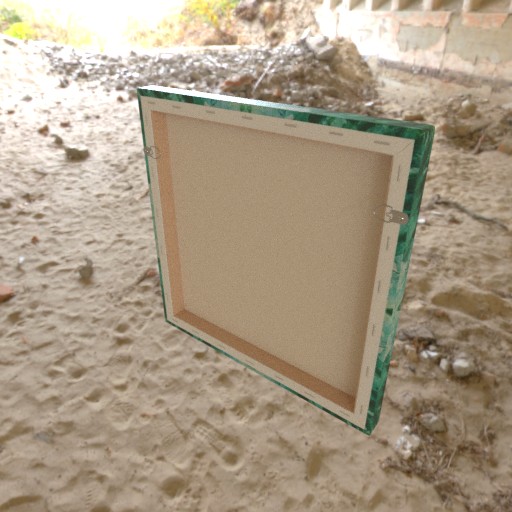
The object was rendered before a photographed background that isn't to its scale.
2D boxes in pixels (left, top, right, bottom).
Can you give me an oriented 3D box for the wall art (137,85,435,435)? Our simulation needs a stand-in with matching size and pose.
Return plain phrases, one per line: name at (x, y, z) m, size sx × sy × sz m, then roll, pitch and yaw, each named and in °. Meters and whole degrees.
wall art at (0.000, 0.000, 0.765) m, size 0.507 × 0.508 × 0.038 m, roll 21°, pitch 35°, yaw 33°
